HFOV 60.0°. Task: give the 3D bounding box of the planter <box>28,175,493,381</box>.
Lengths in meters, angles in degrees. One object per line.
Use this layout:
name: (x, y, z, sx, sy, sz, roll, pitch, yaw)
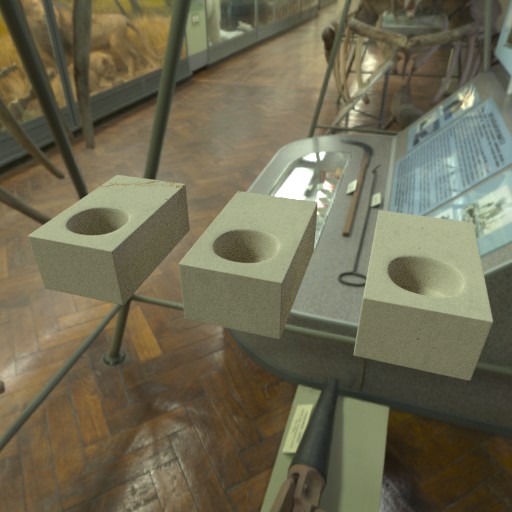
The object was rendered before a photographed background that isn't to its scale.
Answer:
planter: (0.000, 0.000, 0.367, 0.333, 0.051, 0.127, 10, 34, 15)
